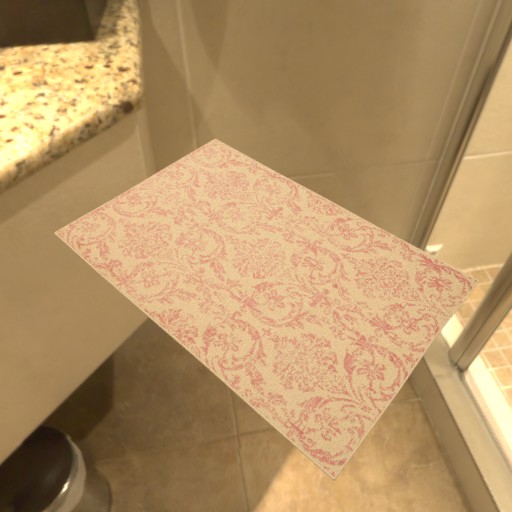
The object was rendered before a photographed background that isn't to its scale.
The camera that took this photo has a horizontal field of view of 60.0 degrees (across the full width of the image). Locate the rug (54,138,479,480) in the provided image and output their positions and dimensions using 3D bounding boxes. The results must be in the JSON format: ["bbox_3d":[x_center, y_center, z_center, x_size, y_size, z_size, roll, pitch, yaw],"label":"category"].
[{"bbox_3d":[0.000,0.000,3.395,2.746,0.018,1.819,34,56,27],"label":"rug"}]
